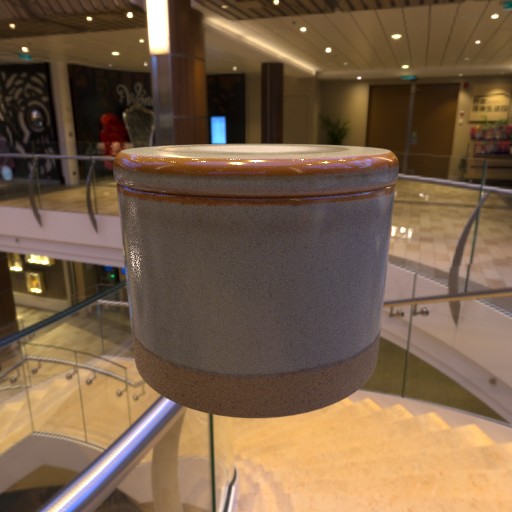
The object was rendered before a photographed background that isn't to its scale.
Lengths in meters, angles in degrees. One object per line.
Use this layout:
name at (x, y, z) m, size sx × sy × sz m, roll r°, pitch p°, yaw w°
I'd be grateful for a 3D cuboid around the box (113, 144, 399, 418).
box at (0.000, 0.000, 0.212) m, size 0.123 × 0.100 × 0.123 m, roll 0°, pitch 16°, yaw 0°
